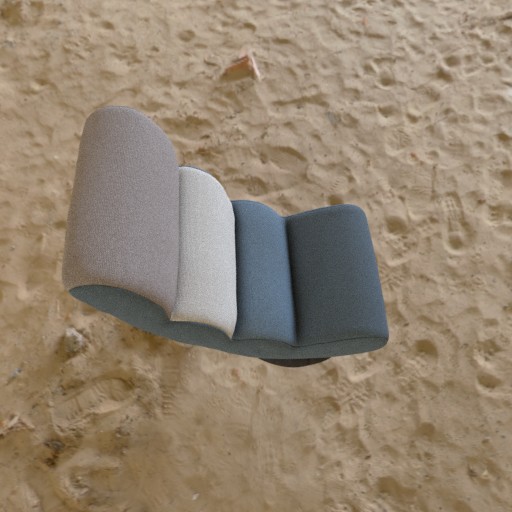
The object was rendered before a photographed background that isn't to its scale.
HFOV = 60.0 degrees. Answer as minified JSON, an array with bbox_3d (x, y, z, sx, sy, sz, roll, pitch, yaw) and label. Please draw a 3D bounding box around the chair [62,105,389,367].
[{"bbox_3d":[0.000,0.000,1.061,0.661,0.641,0.420,-3,64,-1],"label":"chair"}]
